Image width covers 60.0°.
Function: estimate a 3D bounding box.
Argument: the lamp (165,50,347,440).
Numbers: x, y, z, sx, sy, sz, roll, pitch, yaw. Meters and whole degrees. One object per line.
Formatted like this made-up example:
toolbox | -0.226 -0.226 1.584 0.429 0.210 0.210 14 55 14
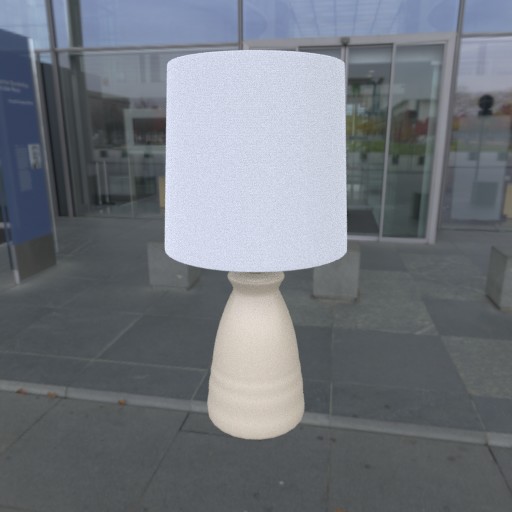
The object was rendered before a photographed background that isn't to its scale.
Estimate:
lamp | 0.000 0.000 0.465 0.186 0.369 0.186 0 15 0
